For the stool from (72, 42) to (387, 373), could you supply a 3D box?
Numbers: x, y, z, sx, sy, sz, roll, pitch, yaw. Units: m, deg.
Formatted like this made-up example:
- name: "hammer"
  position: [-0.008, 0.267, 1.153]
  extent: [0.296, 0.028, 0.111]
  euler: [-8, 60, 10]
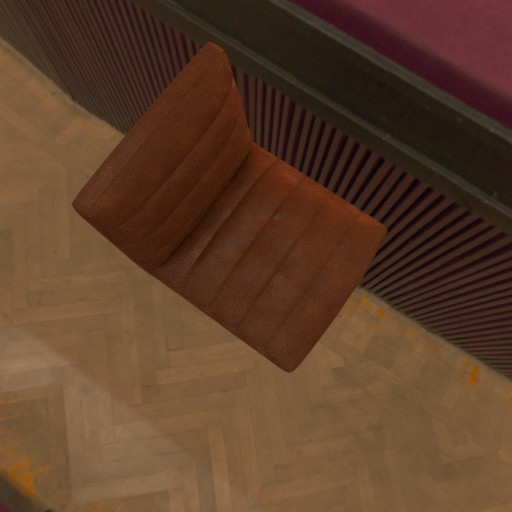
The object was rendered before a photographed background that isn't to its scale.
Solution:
- name: "stool"
  position: [0.000, 0.000, 1.336]
  extent: [0.562, 1.065, 0.463]
  euler: [35, 80, 7]
